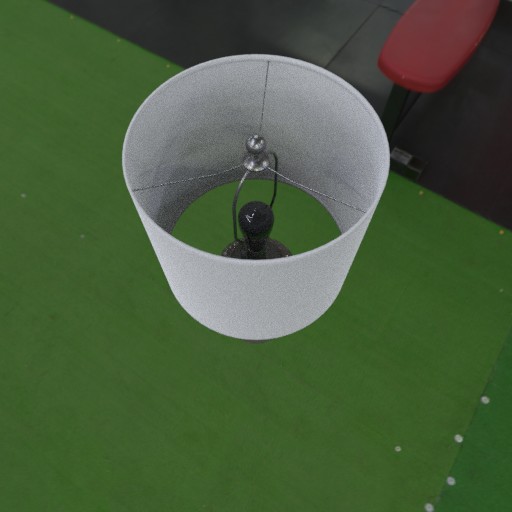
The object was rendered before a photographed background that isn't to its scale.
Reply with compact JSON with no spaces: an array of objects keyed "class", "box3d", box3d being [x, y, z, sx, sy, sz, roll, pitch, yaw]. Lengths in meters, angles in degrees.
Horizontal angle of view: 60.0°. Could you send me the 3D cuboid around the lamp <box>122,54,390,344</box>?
[{"class":"lamp","box3d":[0.000,0.000,0.505,0.203,0.389,0.203,33,67,16]}]
